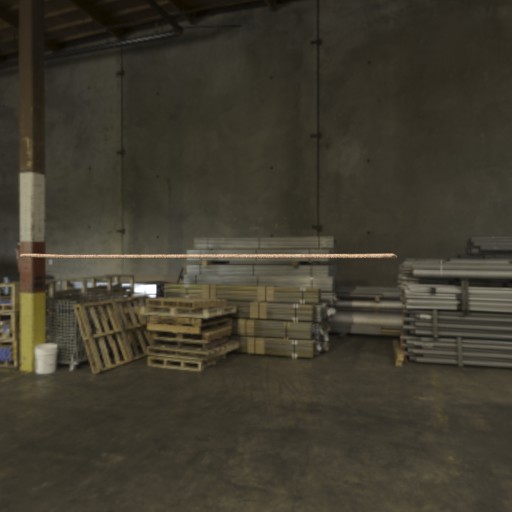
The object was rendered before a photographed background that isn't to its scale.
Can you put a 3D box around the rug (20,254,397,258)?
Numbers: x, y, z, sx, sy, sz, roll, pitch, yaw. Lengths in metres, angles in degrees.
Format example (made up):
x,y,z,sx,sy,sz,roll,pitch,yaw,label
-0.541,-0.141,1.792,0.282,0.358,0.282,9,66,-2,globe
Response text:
x,y,z,sx,sy,sz,roll,pitch,yaw,label
0.000,0.000,4.133,2.453,0.043,3.052,0,0,19,rug
